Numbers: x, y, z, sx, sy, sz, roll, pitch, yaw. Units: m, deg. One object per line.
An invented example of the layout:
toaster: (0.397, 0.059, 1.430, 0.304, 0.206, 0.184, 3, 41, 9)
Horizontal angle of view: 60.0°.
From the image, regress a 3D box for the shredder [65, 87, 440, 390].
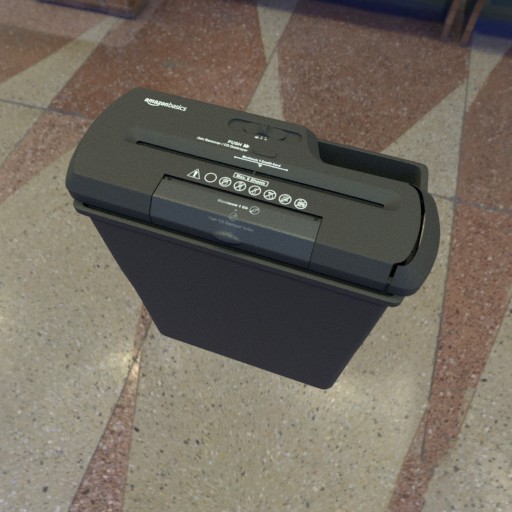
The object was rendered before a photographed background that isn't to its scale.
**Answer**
shredder: (0.000, 0.000, 0.512, 0.320, 0.335, 0.170, 16, 60, 10)
